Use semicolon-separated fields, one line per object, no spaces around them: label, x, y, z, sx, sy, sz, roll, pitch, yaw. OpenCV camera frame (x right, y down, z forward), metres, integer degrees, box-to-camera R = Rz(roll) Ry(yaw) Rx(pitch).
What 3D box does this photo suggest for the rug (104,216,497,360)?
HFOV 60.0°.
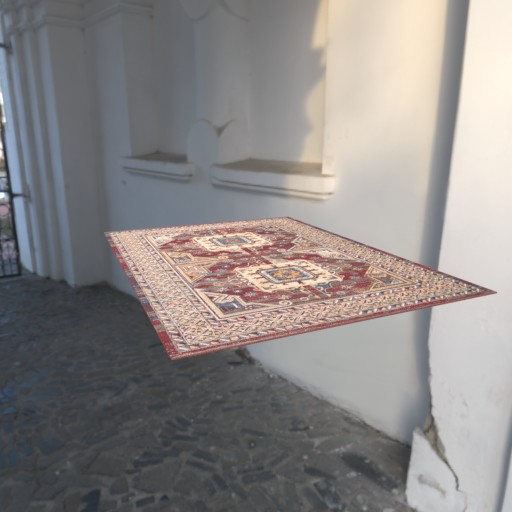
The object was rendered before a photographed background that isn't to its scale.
rug;0.000;0.000;4.133;2.381;0.013;3.197;-7;17;-23
